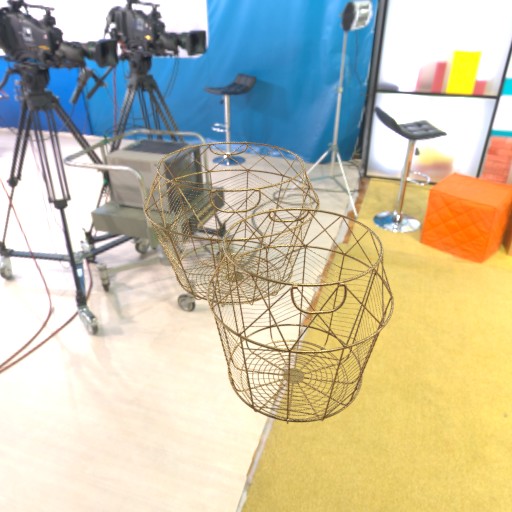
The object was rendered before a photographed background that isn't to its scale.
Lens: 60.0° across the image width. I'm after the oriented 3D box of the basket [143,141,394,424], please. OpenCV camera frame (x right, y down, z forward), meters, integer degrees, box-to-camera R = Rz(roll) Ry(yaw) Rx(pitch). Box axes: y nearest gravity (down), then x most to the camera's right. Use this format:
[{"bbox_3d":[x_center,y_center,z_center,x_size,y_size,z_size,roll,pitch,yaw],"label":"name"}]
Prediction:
[{"bbox_3d":[0.000,0.000,1.043,0.451,0.343,0.805,-11,32,-17],"label":"basket"}]
